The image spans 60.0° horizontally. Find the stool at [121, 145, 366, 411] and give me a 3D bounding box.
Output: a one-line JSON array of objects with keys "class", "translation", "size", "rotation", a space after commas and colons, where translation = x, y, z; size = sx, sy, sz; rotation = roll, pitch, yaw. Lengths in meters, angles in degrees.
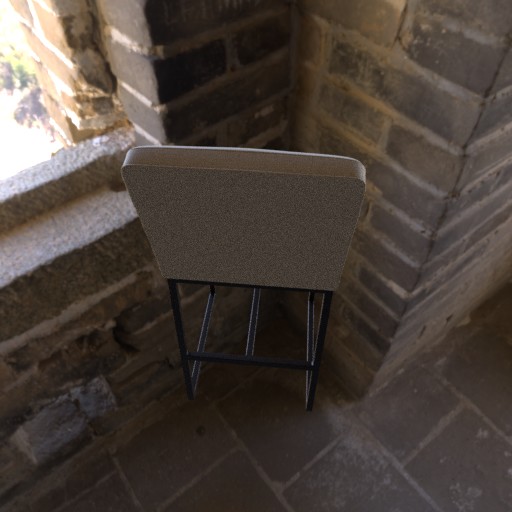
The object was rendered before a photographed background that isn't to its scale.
[{"class": "stool", "translation": [0.000, 0.000, 1.343], "size": [0.460, 1.040, 0.560], "rotation": [4, 46, 4]}]
